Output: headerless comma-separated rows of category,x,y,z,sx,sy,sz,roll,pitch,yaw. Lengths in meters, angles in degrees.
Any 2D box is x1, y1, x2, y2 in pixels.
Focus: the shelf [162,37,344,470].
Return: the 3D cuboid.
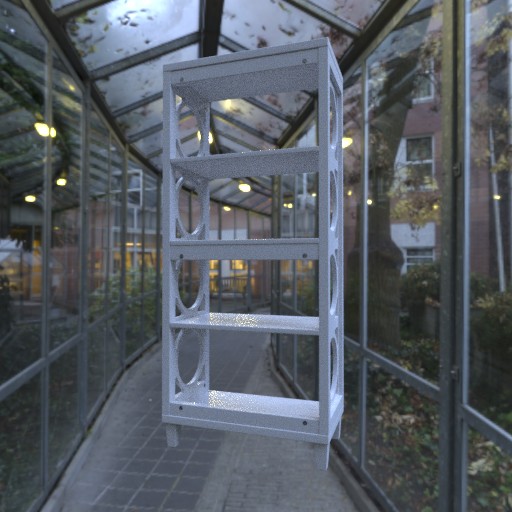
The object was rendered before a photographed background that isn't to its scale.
shelf,0.000,0.000,1.684,0.611,1.411,0.340,0,-1,19
